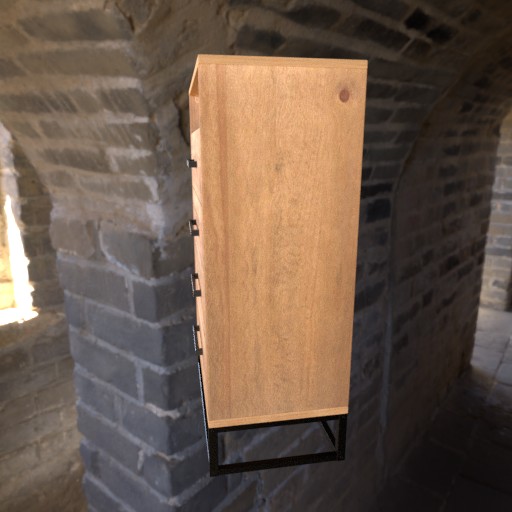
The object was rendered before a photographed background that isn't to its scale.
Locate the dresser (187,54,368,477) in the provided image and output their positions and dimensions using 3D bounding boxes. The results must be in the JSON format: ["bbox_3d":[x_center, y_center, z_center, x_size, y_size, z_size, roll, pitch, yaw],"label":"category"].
[{"bbox_3d":[0.000,0.000,1.652,0.479,1.240,0.761,-2,14,-10],"label":"dresser"}]
